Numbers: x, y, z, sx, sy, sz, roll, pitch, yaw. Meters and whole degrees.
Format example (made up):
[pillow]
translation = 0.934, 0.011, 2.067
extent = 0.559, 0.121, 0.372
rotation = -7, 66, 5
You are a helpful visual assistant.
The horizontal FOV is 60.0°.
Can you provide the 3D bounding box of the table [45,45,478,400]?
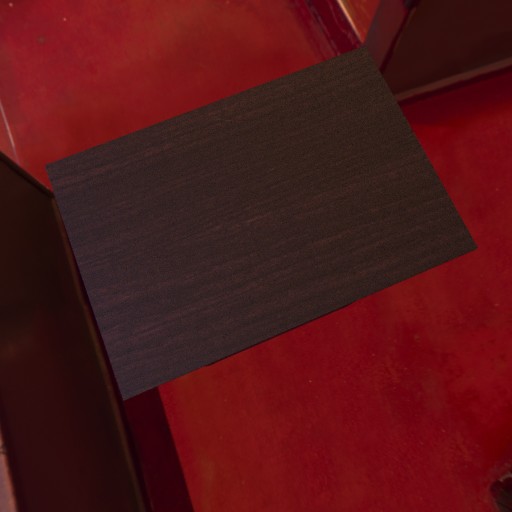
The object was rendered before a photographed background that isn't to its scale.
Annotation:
[table]
translation = 0.000, 0.000, 1.062
extent = 0.591, 0.711, 0.406
rotation = -22, 78, -5
